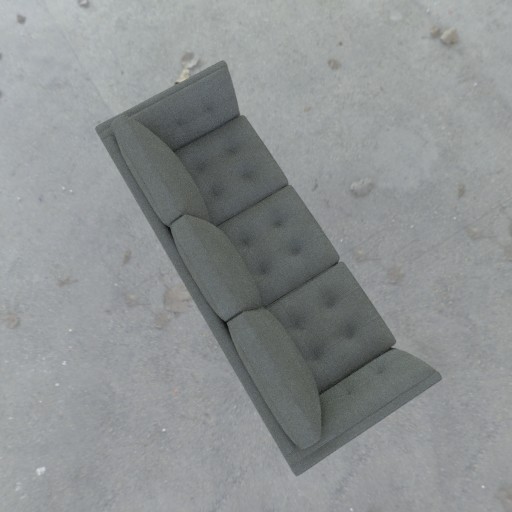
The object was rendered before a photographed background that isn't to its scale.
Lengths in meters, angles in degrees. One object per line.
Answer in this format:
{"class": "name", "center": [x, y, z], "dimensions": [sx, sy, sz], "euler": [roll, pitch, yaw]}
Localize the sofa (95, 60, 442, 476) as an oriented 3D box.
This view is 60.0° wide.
{"class": "sofa", "center": [0.000, 0.000, 2.915], "dimensions": [0.965, 0.940, 2.387], "euler": [-31, 78, -7]}
